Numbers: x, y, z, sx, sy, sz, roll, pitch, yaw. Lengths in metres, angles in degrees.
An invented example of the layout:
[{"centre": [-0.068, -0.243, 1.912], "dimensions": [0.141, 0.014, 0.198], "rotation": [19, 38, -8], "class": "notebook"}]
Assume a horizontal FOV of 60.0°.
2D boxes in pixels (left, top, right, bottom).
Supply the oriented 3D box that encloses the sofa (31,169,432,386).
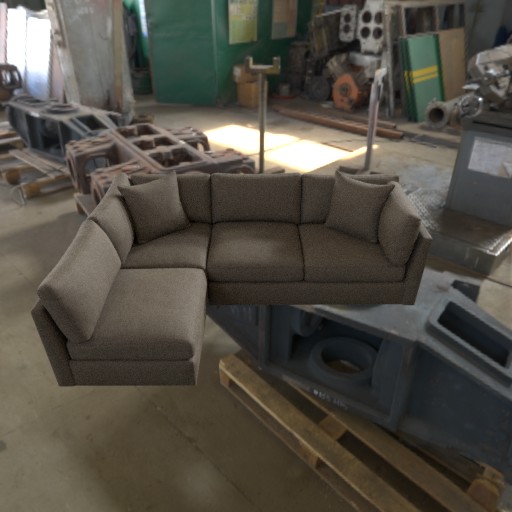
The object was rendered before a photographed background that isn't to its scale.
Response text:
[{"centre": [0.000, 0.000, 3.755], "dimensions": [2.896, 0.978, 1.994], "rotation": [0, 32, 0], "class": "sofa"}]
